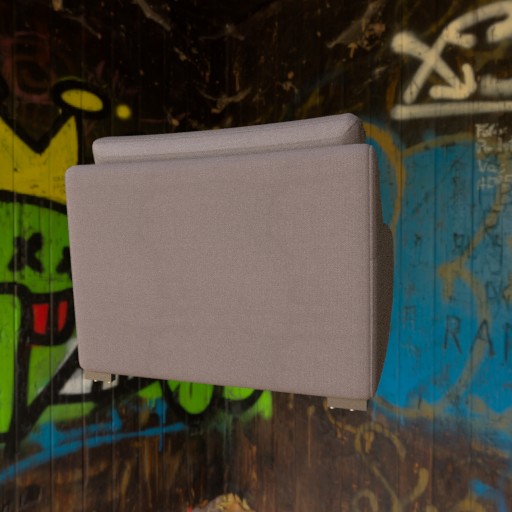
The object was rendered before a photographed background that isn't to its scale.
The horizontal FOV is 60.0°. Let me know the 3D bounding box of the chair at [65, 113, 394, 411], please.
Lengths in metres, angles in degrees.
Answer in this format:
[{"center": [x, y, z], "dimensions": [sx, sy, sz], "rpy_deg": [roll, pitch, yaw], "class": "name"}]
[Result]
[{"center": [0.000, 0.000, 1.960], "dimensions": [1.168, 0.940, 1.143], "rpy_deg": [0, 1, 19], "class": "chair"}]
